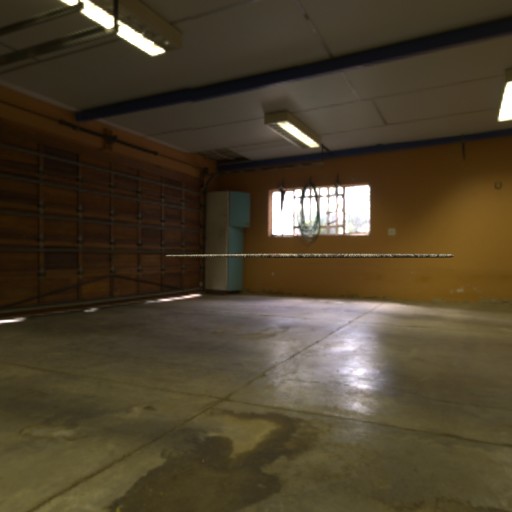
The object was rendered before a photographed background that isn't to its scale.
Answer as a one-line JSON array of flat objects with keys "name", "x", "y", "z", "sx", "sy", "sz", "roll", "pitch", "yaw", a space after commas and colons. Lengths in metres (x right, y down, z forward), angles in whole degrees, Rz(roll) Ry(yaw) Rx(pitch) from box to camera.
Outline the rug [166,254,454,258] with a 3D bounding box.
[{"name": "rug", "x": 0.000, "y": 0.000, "z": 2.541, "sx": 0.719, "sy": 0.013, "sz": 2.305, "roll": 0, "pitch": 0, "yaw": -19}]
